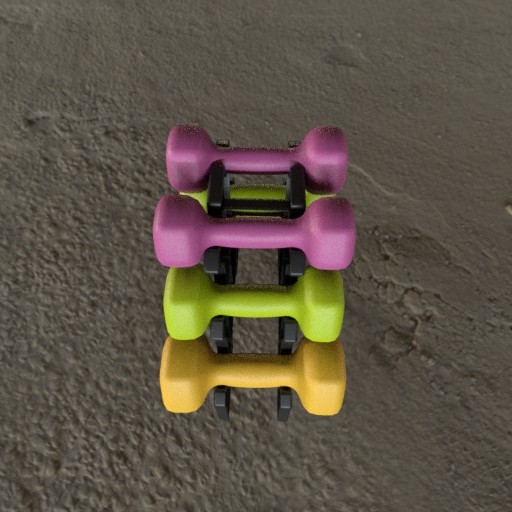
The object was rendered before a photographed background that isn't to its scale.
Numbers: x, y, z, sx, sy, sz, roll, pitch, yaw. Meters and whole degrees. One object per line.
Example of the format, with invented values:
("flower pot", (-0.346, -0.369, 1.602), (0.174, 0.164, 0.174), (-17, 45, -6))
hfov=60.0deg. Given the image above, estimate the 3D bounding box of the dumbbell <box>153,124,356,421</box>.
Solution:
("dumbbell", (0.000, 0.000, 0.471), (0.190, 0.271, 0.300), (1, 59, 1))
